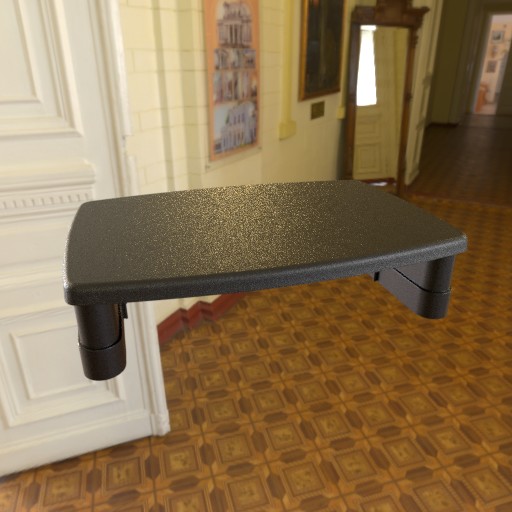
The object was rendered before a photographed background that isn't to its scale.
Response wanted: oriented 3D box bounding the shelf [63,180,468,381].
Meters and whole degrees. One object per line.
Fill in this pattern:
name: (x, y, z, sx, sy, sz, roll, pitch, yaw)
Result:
shelf: (0.000, 0.000, 0.528, 0.410, 0.100, 0.280, -7, 25, -15)
